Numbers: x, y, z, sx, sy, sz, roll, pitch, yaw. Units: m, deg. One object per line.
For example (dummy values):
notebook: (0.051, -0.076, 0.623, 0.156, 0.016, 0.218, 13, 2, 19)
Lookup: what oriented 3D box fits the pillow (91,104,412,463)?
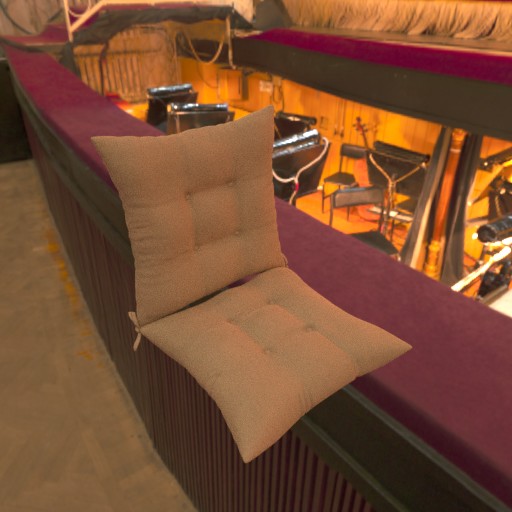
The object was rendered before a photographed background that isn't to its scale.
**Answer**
pillow: (0.000, 0.000, 1.026, 0.541, 0.536, 0.585, -22, 37, -32)
